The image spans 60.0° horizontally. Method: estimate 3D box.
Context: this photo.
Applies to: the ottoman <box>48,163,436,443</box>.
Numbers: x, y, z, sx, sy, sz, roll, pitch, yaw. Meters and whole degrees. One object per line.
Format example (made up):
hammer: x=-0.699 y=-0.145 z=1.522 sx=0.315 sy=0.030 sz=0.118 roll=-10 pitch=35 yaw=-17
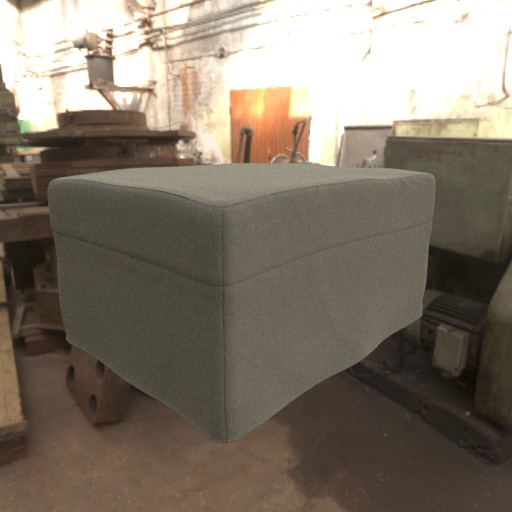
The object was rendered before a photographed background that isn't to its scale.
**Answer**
ottoman: x=0.000 y=0.000 z=1.209 sx=0.648 sy=0.461 sz=0.833 roll=14 pitch=20 yaw=41
